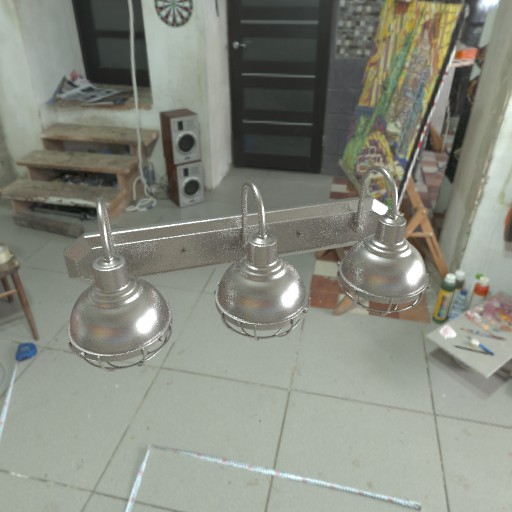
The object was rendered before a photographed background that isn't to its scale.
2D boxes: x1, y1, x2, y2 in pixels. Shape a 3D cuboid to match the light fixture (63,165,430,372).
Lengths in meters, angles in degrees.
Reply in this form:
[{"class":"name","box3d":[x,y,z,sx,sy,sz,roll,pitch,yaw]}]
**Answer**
[{"class":"light fixture","box3d":[0.000,0.000,0.762,0.634,0.254,0.229,-9,33,-14]}]
